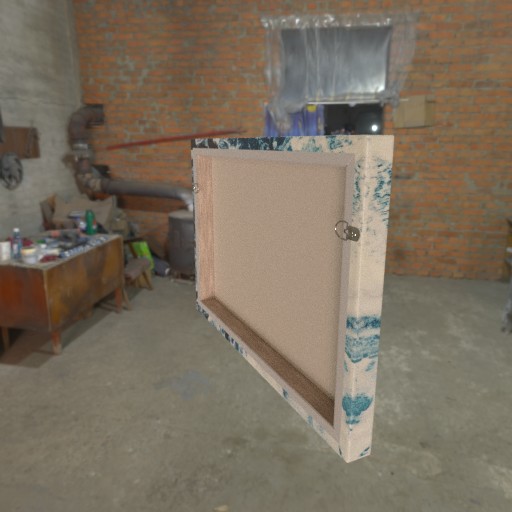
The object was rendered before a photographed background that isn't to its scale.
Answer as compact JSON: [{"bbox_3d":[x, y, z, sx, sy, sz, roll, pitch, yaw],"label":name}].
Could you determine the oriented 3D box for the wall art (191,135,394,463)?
[{"bbox_3d":[0.000,0.000,0.788,0.043,0.407,0.609,-7,16,-25],"label":"wall art"}]
